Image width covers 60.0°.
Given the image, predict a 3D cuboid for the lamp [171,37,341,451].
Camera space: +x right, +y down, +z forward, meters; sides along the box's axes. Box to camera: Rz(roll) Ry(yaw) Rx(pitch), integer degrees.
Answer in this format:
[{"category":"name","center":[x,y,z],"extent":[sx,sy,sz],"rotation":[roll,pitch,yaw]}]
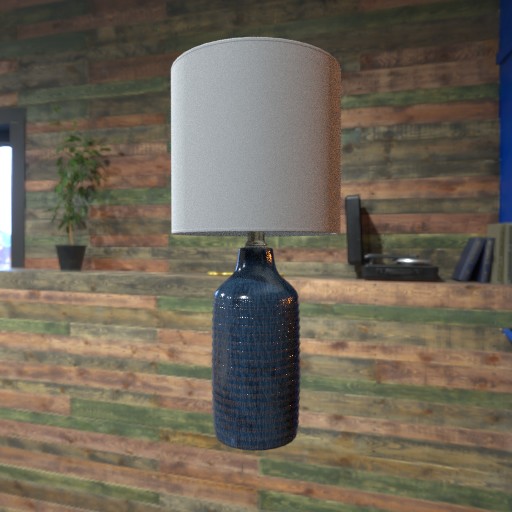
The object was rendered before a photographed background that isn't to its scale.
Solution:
[{"category":"lamp","center":[0.000,0.000,0.591],"extent":[0.220,0.475,0.220],"rotation":[0,1,17]}]
